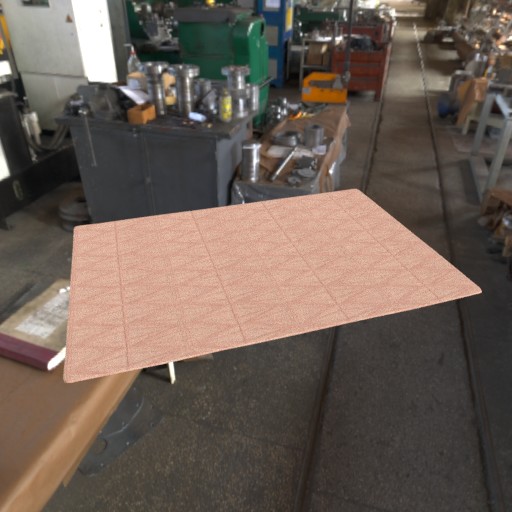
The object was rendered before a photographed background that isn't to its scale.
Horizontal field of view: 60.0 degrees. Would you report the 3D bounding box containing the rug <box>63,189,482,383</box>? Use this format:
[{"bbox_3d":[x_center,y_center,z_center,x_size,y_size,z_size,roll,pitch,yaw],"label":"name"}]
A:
[{"bbox_3d":[0.000,0.000,3.012,2.390,0.015,1.609,-10,34,-15],"label":"rug"}]
